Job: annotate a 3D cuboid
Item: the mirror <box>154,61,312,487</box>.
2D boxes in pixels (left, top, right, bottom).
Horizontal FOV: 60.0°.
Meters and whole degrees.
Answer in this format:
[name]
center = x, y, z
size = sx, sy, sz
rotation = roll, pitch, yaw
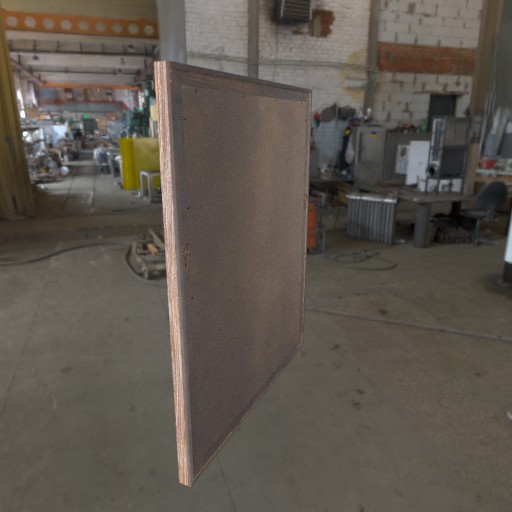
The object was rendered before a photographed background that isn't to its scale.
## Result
[mirror]
center = 0.000, 0.000, 1.189
size = 0.032, 0.882, 0.730
rotation = 8, 18, 25
